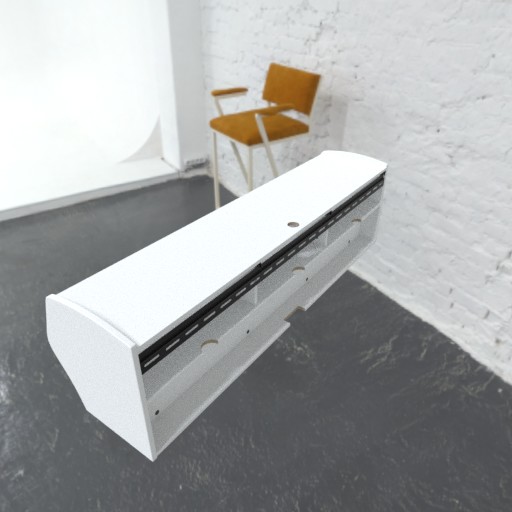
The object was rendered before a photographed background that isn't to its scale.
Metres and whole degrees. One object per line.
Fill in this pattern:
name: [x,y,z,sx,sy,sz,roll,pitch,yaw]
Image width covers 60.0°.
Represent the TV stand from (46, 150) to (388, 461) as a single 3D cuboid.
TV stand: [0.000,0.000,1.680,0.397,0.424,1.473,21,37,30]
